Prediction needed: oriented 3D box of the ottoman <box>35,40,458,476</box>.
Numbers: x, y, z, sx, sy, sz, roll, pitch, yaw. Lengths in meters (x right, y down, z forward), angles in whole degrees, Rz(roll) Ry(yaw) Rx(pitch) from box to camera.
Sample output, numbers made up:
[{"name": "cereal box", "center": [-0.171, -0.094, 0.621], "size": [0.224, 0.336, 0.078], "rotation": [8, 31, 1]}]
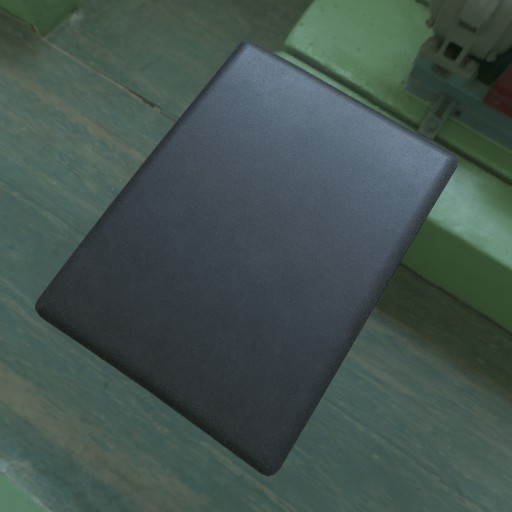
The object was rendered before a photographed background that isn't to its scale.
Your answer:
[{"name": "ottoman", "center": [0.000, 0.000, 1.144], "size": [0.590, 0.498, 0.795], "rotation": [32, 77, 8]}]
